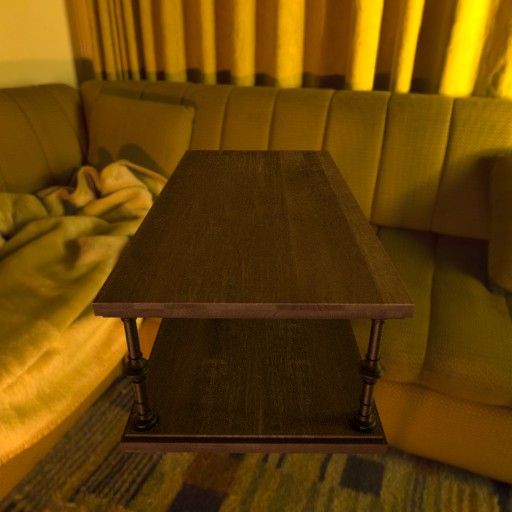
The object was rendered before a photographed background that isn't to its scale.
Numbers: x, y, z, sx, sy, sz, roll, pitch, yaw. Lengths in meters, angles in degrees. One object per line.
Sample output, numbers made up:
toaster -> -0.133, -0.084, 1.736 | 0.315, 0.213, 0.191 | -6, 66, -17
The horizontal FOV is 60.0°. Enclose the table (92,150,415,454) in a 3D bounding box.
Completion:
table -> 0.000, 0.000, 1.329 | 0.554, 0.373, 1.088 | 0, 27, 0
